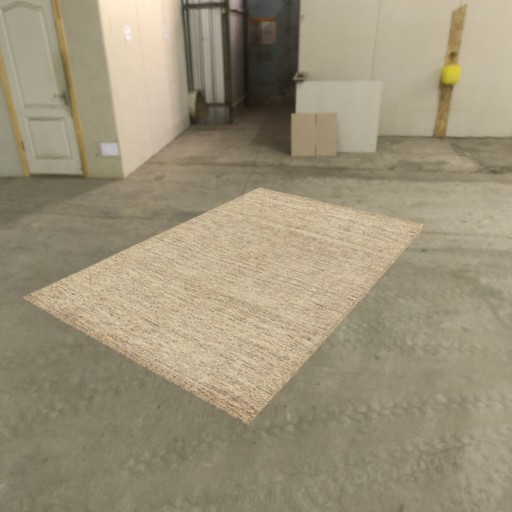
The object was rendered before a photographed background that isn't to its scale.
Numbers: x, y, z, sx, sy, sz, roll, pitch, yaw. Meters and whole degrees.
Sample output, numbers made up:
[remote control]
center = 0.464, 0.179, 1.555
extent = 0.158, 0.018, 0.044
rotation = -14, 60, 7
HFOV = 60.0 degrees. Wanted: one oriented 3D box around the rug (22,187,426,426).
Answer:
[rug]
center = 0.000, 0.000, 2.282
extent = 1.211, 0.018, 1.822
rotation = 18, 32, 30
